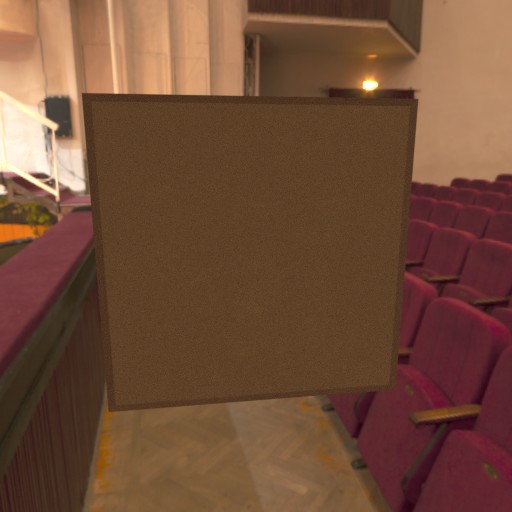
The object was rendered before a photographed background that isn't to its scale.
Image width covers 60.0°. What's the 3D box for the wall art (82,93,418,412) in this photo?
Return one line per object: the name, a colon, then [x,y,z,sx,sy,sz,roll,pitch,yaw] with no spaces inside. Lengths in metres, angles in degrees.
wall art: [0.000,0.000,0.450,0.304,0.303,0.038,-2,13,-8]
